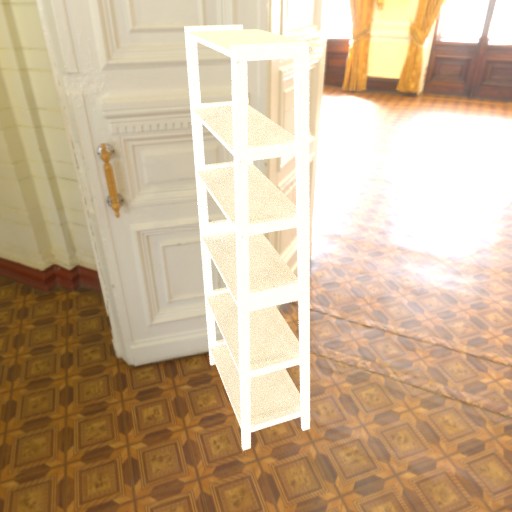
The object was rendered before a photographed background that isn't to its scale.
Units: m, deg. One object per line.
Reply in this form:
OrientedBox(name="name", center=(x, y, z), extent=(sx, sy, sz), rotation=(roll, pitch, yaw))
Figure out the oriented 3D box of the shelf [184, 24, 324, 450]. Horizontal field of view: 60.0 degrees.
OrientedBox(name="shelf", center=(0.000, 0.000, 2.091), extent=(0.381, 1.892, 0.660), rotation=(-11, 34, -17))
